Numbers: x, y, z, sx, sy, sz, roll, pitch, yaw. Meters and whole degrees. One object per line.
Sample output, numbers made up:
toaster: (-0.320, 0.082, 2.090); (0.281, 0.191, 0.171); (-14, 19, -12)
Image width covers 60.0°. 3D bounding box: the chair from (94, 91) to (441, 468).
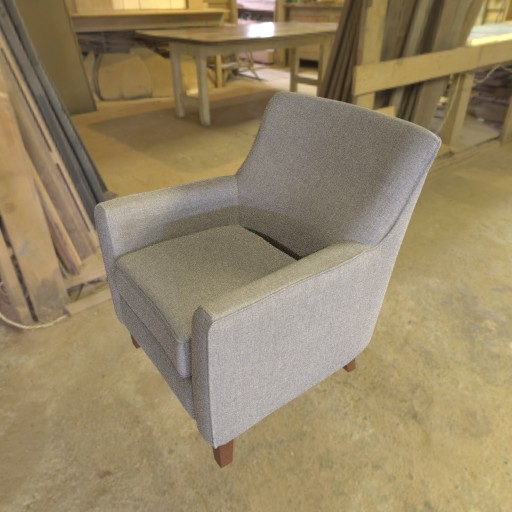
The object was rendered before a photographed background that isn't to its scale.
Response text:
chair: (0.000, 0.000, 1.765); (0.993, 1.047, 0.887); (-21, 37, -30)
